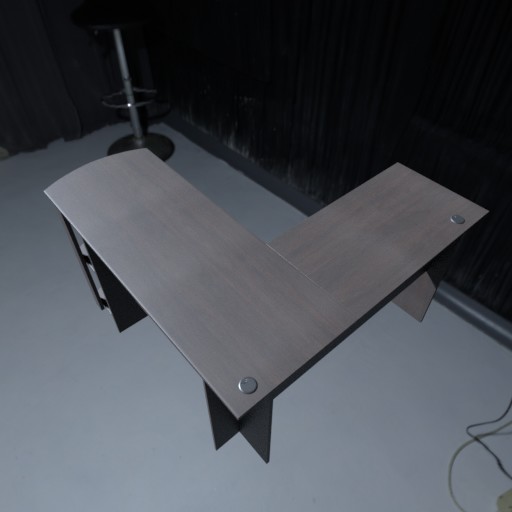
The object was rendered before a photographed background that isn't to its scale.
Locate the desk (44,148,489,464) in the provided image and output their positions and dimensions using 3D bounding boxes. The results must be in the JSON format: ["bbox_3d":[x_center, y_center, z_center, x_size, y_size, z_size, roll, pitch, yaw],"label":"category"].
[{"bbox_3d":[0.000,0.000,2.100,1.303,0.716,1.361,-32,54,-27],"label":"desk"}]
